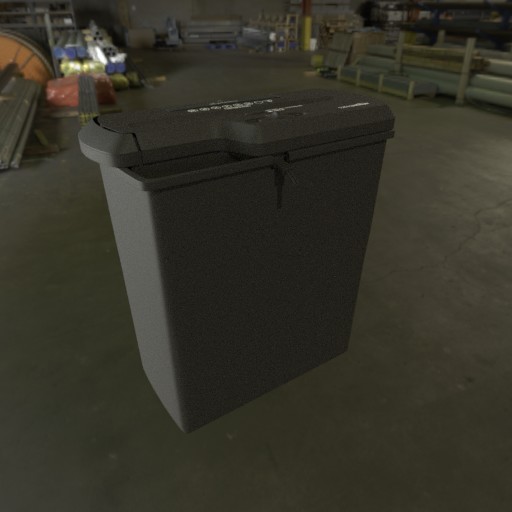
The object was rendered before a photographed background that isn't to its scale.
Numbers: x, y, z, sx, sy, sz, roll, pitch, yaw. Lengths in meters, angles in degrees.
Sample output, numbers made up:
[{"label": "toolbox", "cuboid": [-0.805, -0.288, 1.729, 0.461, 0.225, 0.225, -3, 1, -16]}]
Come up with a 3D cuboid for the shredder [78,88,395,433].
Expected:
[{"label": "shredder", "cuboid": [0.000, 0.000, 0.513, 0.320, 0.335, 0.170, -18, 35, -29]}]
